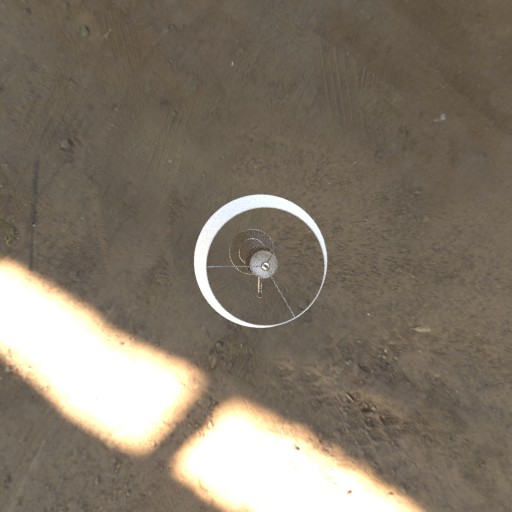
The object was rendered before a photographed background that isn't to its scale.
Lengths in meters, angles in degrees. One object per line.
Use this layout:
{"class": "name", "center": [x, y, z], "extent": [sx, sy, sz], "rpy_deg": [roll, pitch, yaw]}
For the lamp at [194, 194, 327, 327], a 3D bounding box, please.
{"class": "lamp", "center": [0.000, 0.000, 1.660], "extent": [0.355, 1.473, 0.355], "rpy_deg": [0, 92, -2]}
